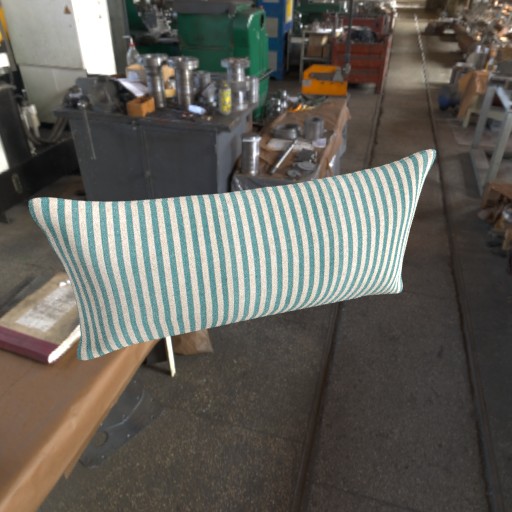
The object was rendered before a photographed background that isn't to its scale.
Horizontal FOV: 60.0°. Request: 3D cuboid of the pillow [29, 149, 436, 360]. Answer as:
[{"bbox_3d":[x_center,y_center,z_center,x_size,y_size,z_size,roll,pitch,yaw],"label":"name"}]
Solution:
[{"bbox_3d":[0.000,0.000,0.726,0.617,0.295,0.151,-10,35,-14],"label":"pillow"}]
